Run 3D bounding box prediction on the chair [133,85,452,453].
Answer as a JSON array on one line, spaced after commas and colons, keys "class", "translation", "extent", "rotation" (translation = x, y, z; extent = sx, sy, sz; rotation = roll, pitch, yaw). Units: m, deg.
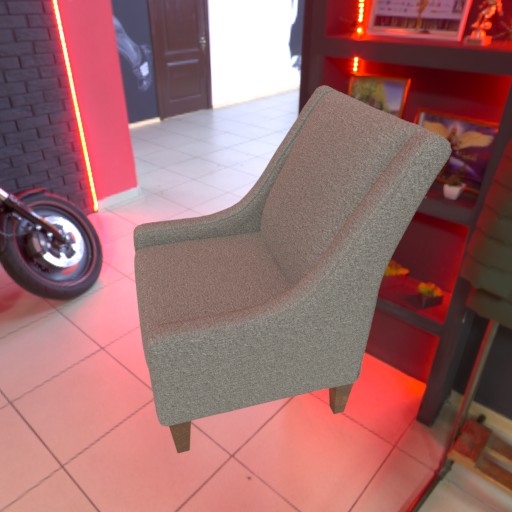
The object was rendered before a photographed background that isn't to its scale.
[{"class": "chair", "translation": [0.000, 0.000, 1.603], "extent": [0.870, 1.016, 0.774], "rotation": [-9, 32, -14]}]
